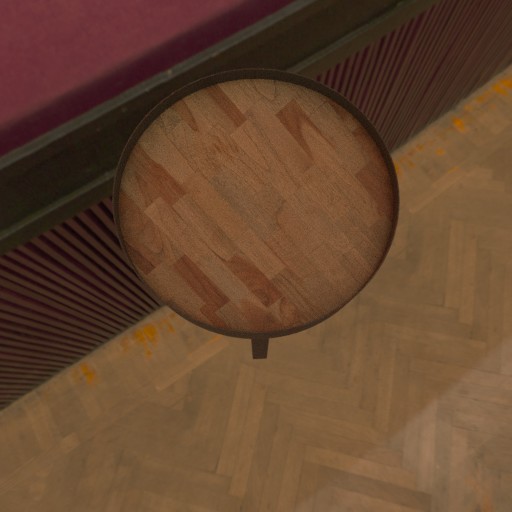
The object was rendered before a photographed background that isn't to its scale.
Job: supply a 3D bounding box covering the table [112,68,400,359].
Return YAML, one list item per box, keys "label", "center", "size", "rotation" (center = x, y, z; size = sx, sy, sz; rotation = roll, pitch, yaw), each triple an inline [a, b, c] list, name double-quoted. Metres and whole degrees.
- label: "table"
  center: [0.000, 0.000, 0.959]
  size: [0.406, 0.686, 0.406]
  rotation: [-31, 76, -9]
